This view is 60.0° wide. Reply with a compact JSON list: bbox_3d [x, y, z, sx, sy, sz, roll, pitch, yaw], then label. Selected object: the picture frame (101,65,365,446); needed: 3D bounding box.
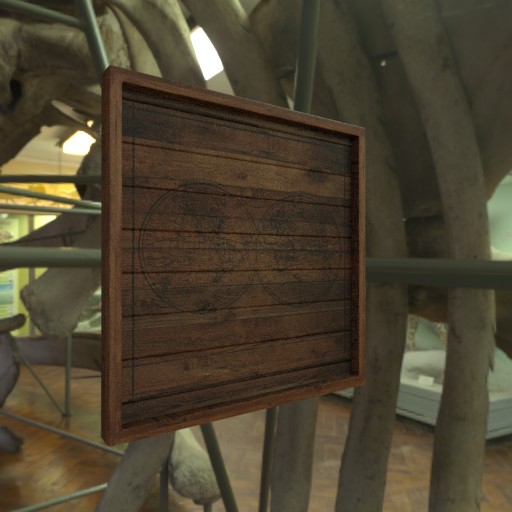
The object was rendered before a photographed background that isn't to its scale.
[{"bbox_3d":[0.000,0.000,0.524,0.352,0.356,0.028,0,0,-35],"label":"picture frame"}]
